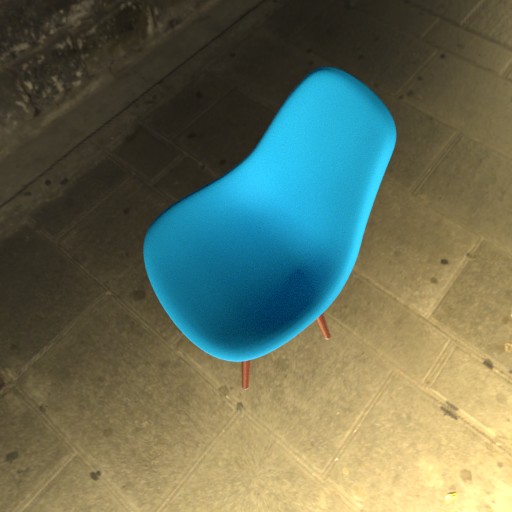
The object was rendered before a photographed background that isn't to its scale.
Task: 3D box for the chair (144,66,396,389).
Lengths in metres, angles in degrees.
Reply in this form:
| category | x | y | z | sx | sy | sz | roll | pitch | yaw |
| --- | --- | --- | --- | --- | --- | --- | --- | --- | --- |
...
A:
| category | x | y | z | sx | sy | sz | roll | pitch | yaw |
| --- | --- | --- | --- | --- | --- | --- | --- | --- | --- |
| chair | 0.000 | 0.000 | 1.148 | 0.533 | 0.826 | 0.470 | -33 | 68 | -15 |
